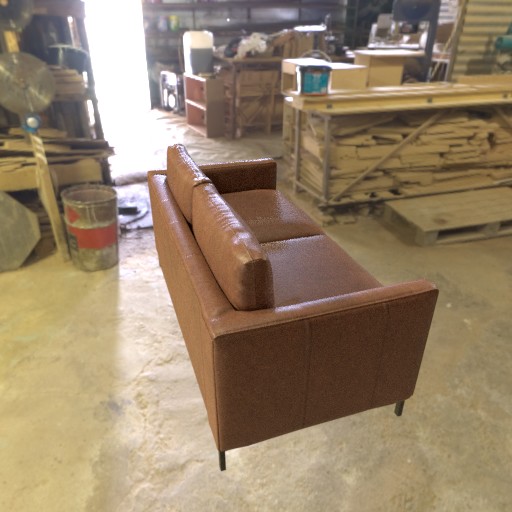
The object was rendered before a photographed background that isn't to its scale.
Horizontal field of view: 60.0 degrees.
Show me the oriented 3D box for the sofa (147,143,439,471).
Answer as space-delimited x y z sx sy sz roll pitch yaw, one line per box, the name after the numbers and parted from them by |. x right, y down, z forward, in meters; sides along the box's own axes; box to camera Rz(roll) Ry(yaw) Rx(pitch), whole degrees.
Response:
0.000 0.000 2.339 0.899 0.883 1.797 -10 30 -17 | sofa
